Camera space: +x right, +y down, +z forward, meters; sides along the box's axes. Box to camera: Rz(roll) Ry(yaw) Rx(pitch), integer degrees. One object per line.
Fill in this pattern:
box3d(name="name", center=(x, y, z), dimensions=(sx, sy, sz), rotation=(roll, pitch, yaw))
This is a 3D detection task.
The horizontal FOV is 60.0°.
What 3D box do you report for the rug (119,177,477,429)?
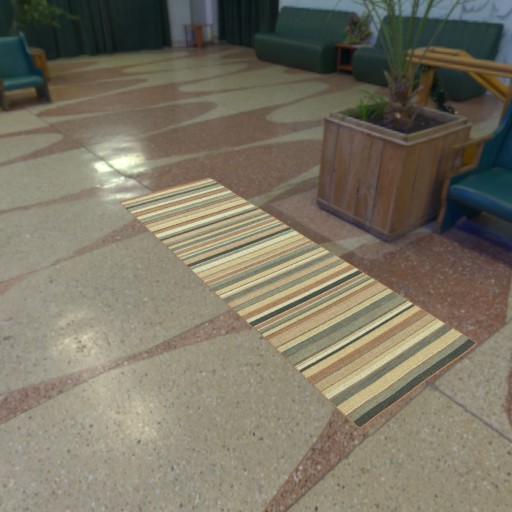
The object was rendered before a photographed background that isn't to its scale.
box3d(name="rug", center=(0.000, 0.000, 2.709), dimensions=(0.799, 0.010, 2.444), rotation=(-21, 38, -30))
